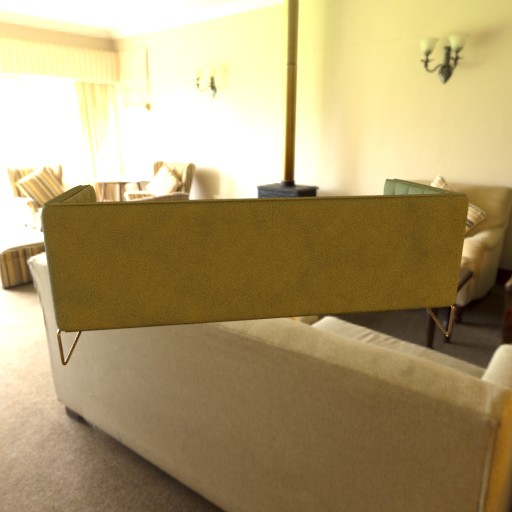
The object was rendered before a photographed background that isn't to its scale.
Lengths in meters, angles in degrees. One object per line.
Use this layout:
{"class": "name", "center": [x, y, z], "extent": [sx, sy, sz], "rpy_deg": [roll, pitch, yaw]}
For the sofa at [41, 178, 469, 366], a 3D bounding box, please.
{"class": "sofa", "center": [0.000, 0.000, 2.575], "extent": [2.087, 0.789, 0.867], "rpy_deg": [-3, 16, -9]}
